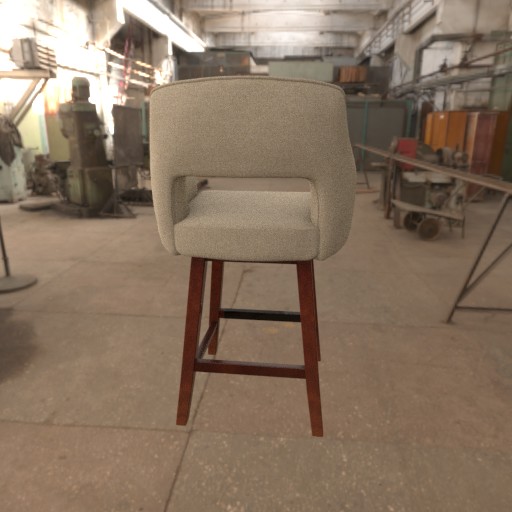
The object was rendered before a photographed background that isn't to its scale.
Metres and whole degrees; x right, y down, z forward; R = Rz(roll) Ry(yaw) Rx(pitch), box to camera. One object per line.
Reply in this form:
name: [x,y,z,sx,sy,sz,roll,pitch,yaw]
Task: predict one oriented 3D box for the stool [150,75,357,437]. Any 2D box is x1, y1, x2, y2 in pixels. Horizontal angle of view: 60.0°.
stool: [0.000,0.000,1.305,0.550,0.936,0.560,2,17,7]
